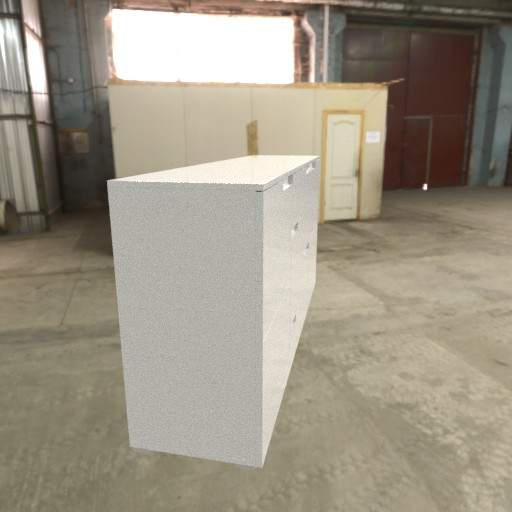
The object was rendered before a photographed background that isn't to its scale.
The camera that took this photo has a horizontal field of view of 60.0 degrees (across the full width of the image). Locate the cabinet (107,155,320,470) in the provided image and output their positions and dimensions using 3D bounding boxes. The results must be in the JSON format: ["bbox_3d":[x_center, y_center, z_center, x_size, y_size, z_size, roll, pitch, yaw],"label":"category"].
[{"bbox_3d":[0.000,0.000,1.949,0.400,0.800,1.650,3,15,12],"label":"cabinet"}]
